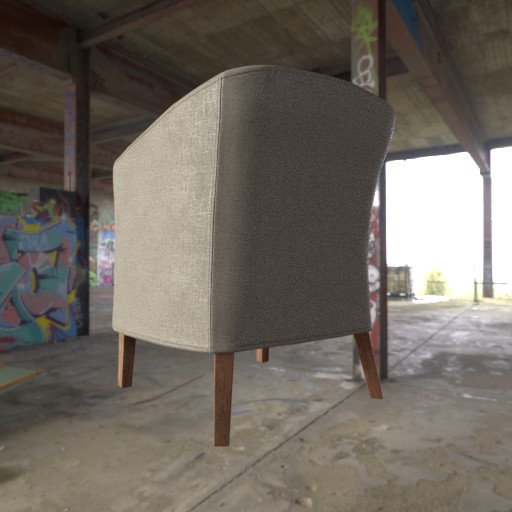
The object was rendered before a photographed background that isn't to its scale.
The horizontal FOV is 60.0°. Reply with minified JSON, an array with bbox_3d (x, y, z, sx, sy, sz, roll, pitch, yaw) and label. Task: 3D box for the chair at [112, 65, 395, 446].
[{"bbox_3d":[0.000,0.000,1.231,0.600,0.771,0.668,0,0,-37],"label":"chair"}]
